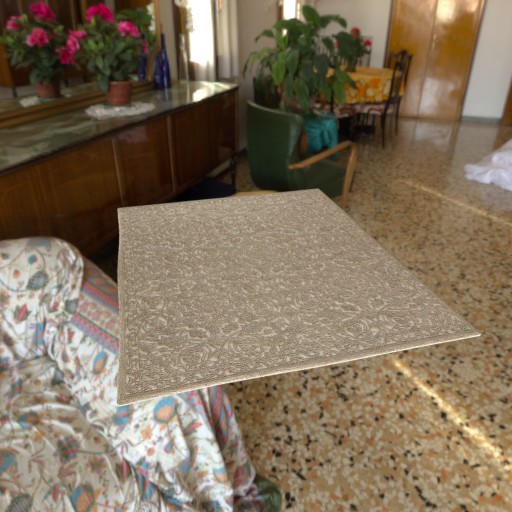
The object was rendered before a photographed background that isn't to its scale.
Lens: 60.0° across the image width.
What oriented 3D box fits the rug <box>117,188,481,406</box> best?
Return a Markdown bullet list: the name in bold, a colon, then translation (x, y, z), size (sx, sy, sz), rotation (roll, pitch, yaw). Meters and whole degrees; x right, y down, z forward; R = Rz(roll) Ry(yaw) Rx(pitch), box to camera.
- **rug**: translation (0.000, 0.000, 4.095), size (2.472, 0.035, 3.017), rotation (-7, 30, -13)
